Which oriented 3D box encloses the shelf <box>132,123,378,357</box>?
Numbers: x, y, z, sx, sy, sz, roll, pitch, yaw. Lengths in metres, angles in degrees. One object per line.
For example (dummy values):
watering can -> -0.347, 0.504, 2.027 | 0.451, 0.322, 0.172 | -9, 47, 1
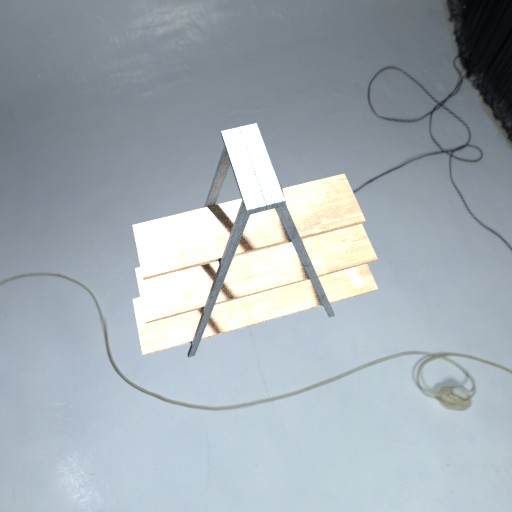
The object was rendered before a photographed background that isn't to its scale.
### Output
shelf -> 0.000, 0.000, 2.650 | 1.746, 1.808, 0.508 | -15, 66, -7
